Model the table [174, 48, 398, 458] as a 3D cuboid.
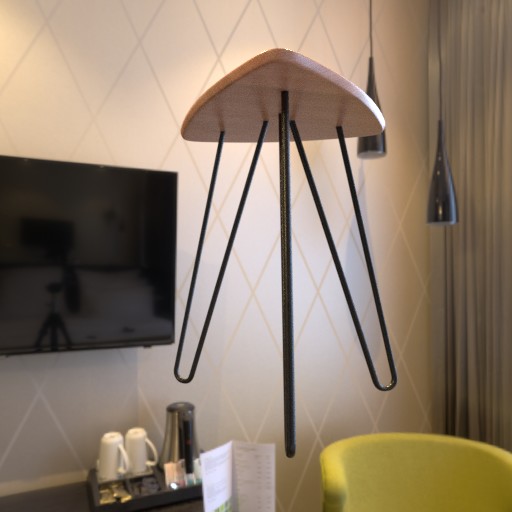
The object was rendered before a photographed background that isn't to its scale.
[{"bbox_3d":[0.000,0.000,0.889,0.455,0.564,0.442,-1,-2,35],"label":"table"}]
